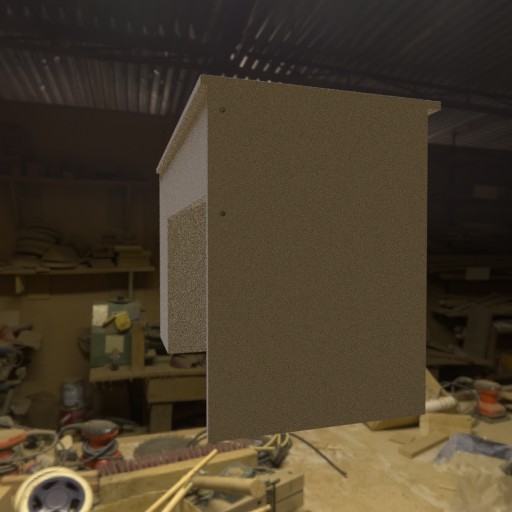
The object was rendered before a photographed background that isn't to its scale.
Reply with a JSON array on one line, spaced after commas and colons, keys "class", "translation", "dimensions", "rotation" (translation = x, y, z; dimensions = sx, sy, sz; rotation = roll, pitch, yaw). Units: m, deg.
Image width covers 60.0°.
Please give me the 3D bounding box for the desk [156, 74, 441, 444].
[{"class": "desk", "translation": [0.000, 0.000, 1.472], "dimensions": [0.560, 0.730, 1.096], "rotation": [0, 1, -17]}]
